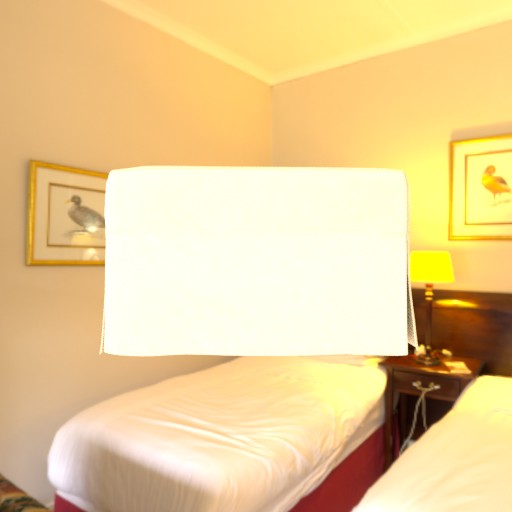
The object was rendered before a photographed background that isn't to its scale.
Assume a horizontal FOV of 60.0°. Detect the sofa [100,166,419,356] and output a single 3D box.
[{"bbox_3d":[0.000,0.000,2.069,0.939,0.552,1.677,0,0,-1],"label":"sofa"}]
